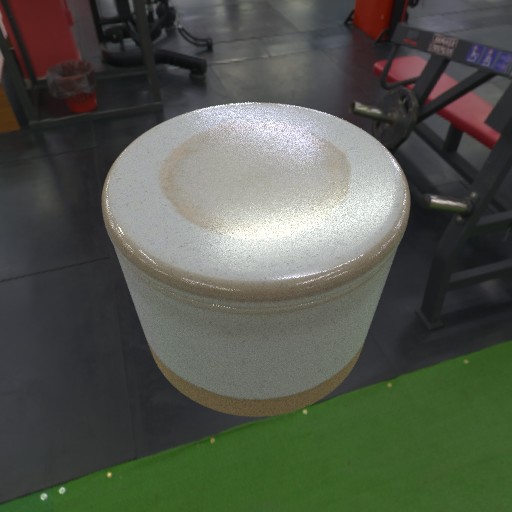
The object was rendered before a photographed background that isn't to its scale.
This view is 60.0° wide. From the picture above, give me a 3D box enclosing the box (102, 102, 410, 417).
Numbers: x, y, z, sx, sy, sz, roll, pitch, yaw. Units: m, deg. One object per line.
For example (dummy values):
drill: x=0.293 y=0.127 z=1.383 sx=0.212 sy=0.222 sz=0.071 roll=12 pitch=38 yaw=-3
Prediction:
box: x=0.000 y=0.000 z=0.267 sx=0.154 sy=0.123 sz=0.154 roll=0 pitch=46 yaw=0
